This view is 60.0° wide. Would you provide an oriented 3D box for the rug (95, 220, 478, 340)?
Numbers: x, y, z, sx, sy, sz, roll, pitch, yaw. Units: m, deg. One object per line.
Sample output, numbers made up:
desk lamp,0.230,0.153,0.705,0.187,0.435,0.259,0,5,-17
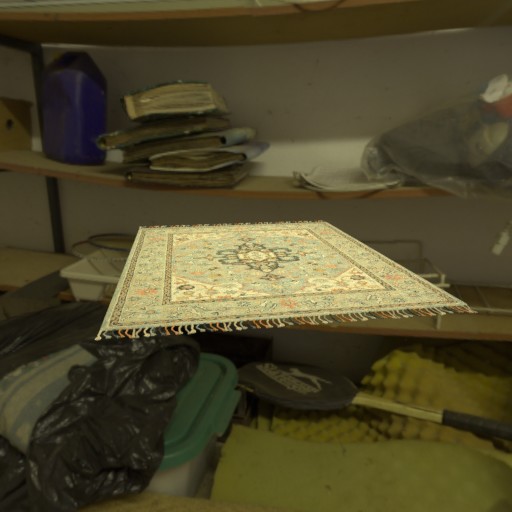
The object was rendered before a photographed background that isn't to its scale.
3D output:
rug,0.000,0.000,3.456,1.971,0.010,2.651,-3,16,-10
